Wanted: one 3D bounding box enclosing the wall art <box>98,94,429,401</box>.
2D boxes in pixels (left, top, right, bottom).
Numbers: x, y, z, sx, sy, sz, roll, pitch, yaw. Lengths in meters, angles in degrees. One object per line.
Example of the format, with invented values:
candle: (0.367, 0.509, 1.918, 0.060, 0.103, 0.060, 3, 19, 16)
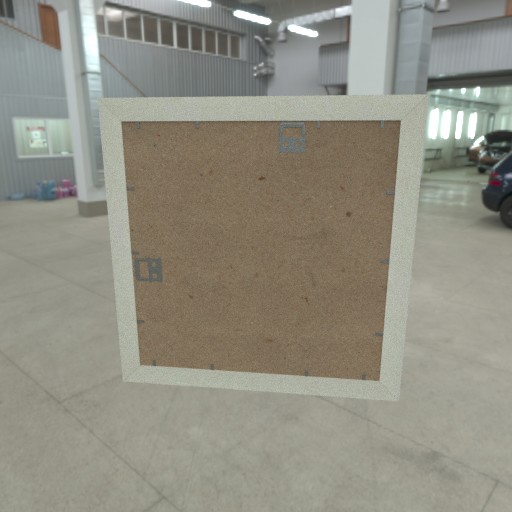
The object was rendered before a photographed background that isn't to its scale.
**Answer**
wall art: (0.000, 0.000, 0.863, 0.584, 0.584, 0.013, 2, 15, 7)
